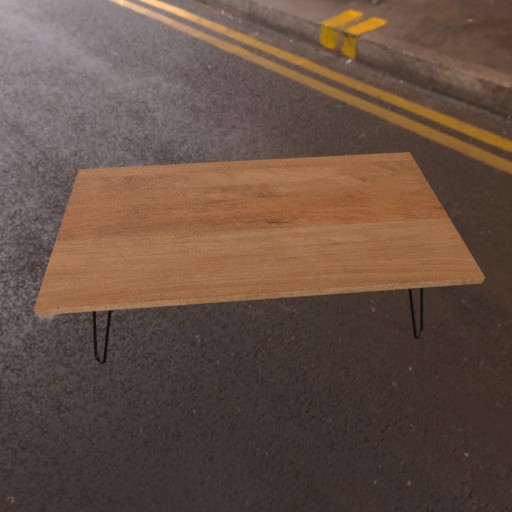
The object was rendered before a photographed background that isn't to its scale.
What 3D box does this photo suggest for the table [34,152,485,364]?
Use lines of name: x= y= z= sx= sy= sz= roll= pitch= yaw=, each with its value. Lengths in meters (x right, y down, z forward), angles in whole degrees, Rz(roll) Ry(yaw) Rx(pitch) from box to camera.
table: x=0.000 y=0.000 z=1.700 sx=1.348 sy=0.400 sz=0.699 roll=-4 pitch=46 yaw=-4
